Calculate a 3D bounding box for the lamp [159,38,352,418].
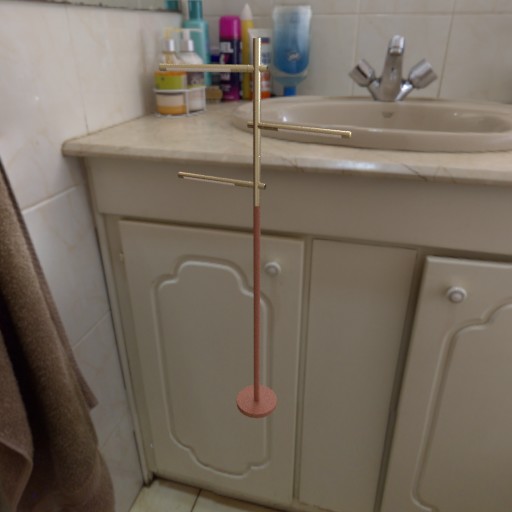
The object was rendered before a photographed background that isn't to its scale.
[{"bbox_3d":[0.000,0.000,1.931,0.737,1.704,0.209,8,27,16],"label":"lamp"}]
